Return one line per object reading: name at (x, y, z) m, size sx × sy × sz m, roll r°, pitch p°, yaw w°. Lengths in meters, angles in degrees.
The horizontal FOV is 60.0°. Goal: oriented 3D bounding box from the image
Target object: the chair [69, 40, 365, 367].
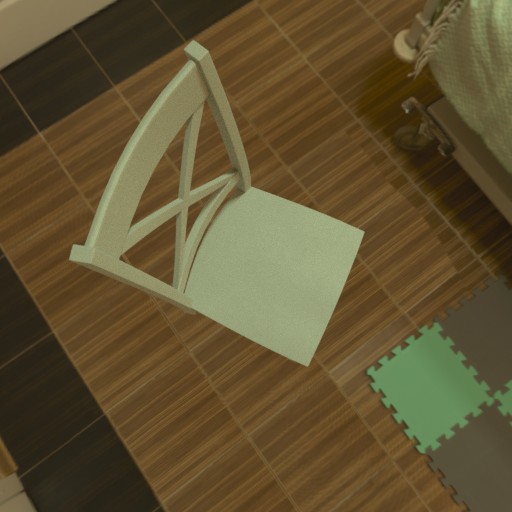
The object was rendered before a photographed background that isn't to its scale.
chair at (0.000, 0.000, 1.275) m, size 0.542 × 0.983 × 0.485 m, roll 24°, pitch 78°, yaw 5°
